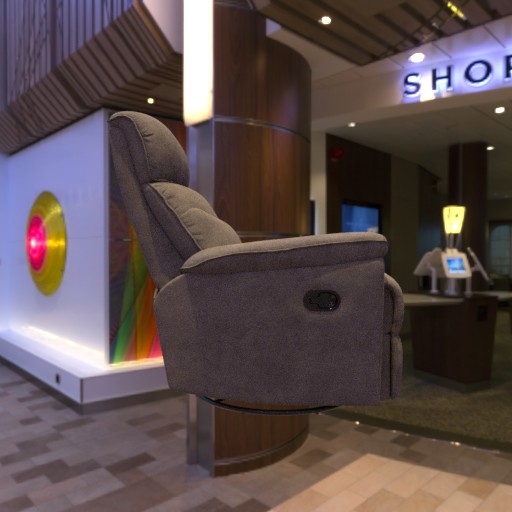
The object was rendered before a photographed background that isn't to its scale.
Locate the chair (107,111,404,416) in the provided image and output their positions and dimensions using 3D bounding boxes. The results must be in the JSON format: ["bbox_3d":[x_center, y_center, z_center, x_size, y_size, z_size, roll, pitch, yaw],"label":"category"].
[{"bbox_3d":[0.000,0.000,1.754,1.009,1.036,0.830,0,1,0],"label":"chair"}]
